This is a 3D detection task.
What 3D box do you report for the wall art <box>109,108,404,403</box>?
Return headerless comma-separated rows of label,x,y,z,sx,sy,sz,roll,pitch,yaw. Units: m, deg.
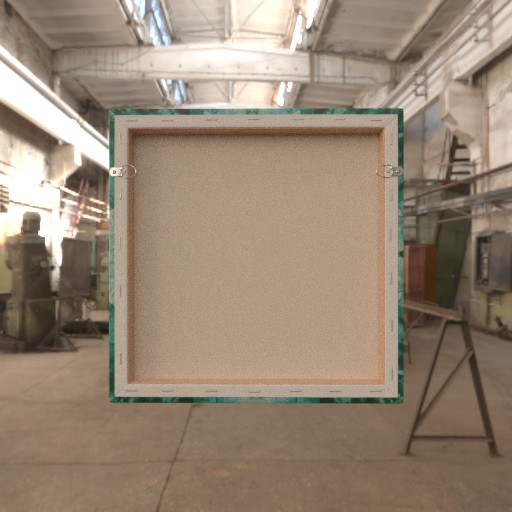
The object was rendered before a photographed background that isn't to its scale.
wall art,0.000,0.000,0.775,0.507,0.508,0.038,0,0,0
